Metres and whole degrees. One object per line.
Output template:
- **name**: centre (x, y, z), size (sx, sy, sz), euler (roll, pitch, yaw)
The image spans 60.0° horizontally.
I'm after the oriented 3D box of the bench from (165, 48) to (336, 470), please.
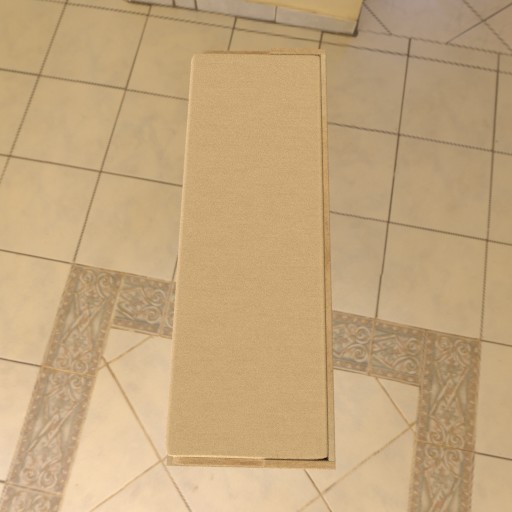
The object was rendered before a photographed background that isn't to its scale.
- **bench**: centre (0.000, 0.000, 1.385), size (0.398, 0.501, 1.140), euler (1, 75, 0)
